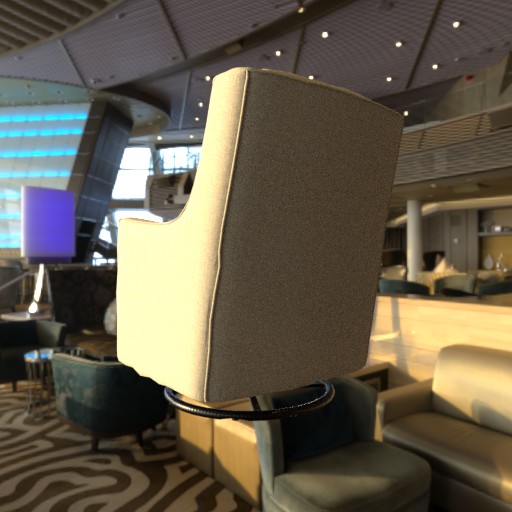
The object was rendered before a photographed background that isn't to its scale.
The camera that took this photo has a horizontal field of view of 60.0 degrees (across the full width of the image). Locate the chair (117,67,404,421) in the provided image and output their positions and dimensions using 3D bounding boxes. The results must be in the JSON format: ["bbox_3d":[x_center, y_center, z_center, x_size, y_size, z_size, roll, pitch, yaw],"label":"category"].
[{"bbox_3d":[0.000,0.000,1.594,0.732,0.993,0.879,0,0,-37],"label":"chair"}]
